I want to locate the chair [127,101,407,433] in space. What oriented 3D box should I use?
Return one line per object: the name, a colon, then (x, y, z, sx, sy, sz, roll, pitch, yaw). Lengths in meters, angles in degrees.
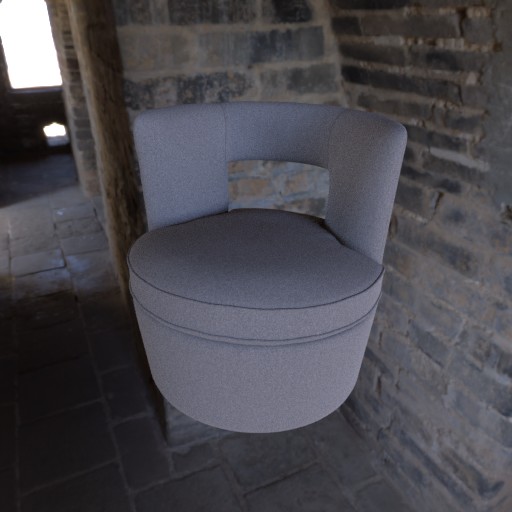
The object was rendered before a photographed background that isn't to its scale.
chair: (0.000, 0.000, 1.209, 0.689, 0.719, 0.660, 8, 28, 15)
